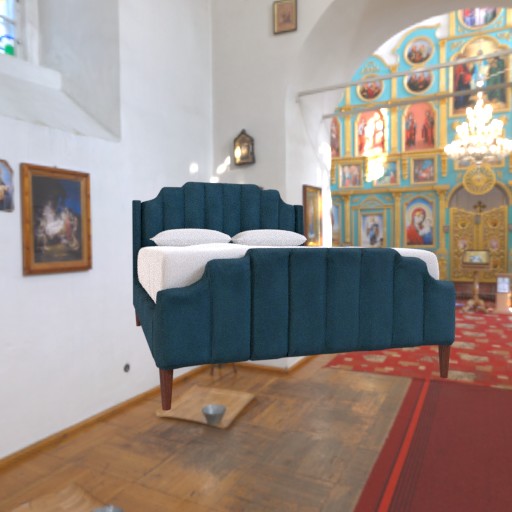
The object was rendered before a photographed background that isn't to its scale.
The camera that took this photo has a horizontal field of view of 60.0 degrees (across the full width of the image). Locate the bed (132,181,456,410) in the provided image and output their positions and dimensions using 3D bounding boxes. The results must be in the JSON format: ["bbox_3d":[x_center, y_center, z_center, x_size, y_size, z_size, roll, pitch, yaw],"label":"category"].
[{"bbox_3d":[0.000,0.000,3.301,1.676,1.351,2.322,-1,2,-18],"label":"bed"}]
